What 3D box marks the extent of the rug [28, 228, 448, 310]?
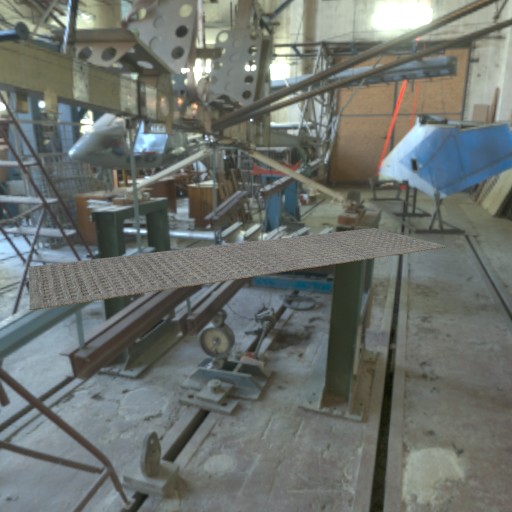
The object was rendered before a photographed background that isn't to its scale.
[{"bbox_3d":[0.000,0.000,2.658,2.443,0.009,0.706,-7,17,-26],"label":"rug"}]
